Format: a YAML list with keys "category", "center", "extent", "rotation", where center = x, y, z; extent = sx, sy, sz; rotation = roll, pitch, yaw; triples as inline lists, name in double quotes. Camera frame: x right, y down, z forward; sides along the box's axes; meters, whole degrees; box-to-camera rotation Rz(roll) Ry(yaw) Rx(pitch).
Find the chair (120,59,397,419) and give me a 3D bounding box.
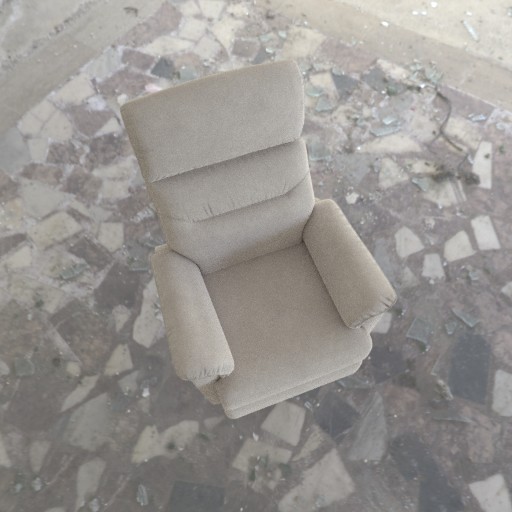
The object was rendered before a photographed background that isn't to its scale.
- category: "chair"
  center: [0.000, 0.000, 1.739]
  extent: [0.820, 1.039, 1.001]
  rotation: [-18, 66, -9]
